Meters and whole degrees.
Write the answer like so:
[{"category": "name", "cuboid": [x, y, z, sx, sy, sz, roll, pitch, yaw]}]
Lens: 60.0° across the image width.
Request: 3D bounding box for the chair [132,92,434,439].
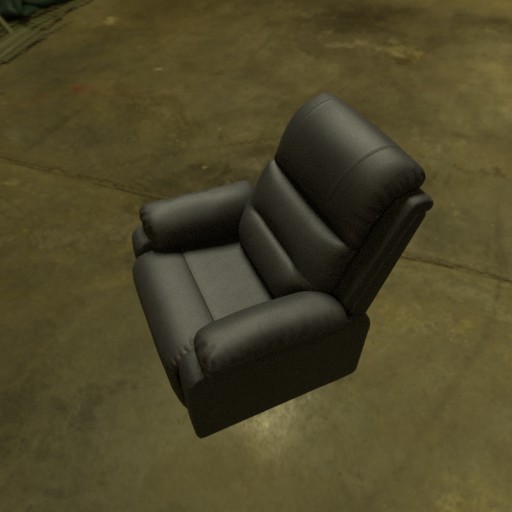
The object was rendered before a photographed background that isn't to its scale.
[{"category": "chair", "cuboid": [0.000, 0.000, 1.713, 0.919, 0.992, 0.855, -18, 49, -17]}]
